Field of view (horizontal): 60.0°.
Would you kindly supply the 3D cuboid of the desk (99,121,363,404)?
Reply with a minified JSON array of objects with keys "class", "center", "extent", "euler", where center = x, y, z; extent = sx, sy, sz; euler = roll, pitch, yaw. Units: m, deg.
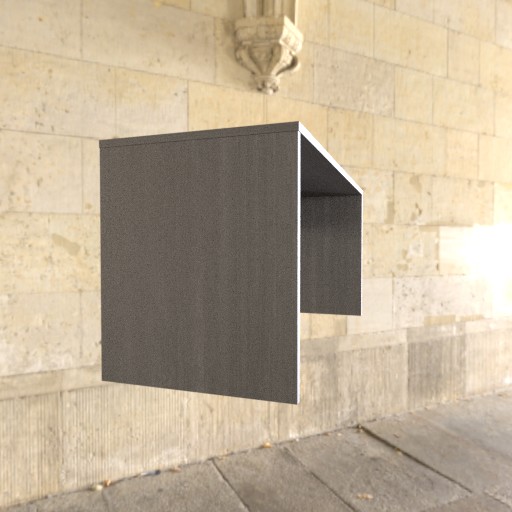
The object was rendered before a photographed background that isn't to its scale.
[{"class":"desk","center":[0.000,0.000,2.057],"extent":[0.802,0.750,1.600],"euler":[0,1,19]}]
